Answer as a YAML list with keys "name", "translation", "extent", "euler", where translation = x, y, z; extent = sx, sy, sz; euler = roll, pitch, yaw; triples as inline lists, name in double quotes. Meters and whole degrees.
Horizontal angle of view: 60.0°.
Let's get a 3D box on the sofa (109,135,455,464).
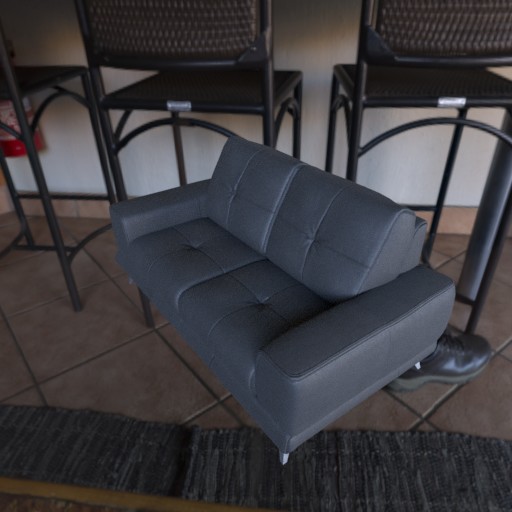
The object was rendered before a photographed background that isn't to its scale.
- name: "sofa"
  translation: [0.000, 0.000, 2.409]
  extent: [1.018, 0.907, 1.806]
  euler: [-21, 38, -30]
